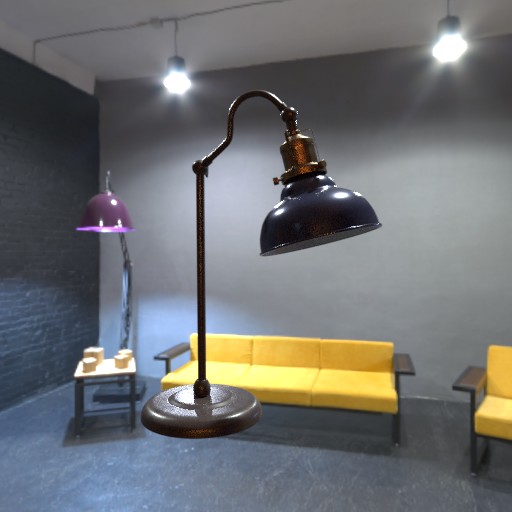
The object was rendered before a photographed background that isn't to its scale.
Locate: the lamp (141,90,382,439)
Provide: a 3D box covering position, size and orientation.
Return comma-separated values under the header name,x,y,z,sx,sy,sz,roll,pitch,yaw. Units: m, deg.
name,x,y,z,sx,sy,sz,roll,pitch,yaw
lamp,0.000,0.000,0.682,0.374,0.508,0.192,0,1,18
